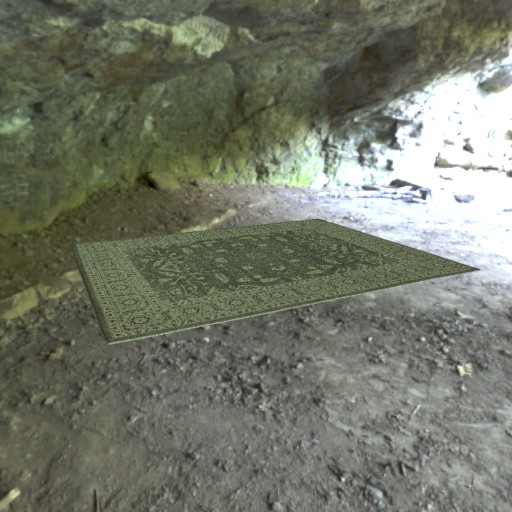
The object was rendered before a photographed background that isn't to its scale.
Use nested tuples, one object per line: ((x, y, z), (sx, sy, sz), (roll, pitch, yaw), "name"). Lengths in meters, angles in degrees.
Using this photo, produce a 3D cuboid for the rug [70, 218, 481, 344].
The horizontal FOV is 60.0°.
((0.000, 0.000, 4.153), (3.069, 0.026, 2.451), (-8, 18, -25), "rug")
